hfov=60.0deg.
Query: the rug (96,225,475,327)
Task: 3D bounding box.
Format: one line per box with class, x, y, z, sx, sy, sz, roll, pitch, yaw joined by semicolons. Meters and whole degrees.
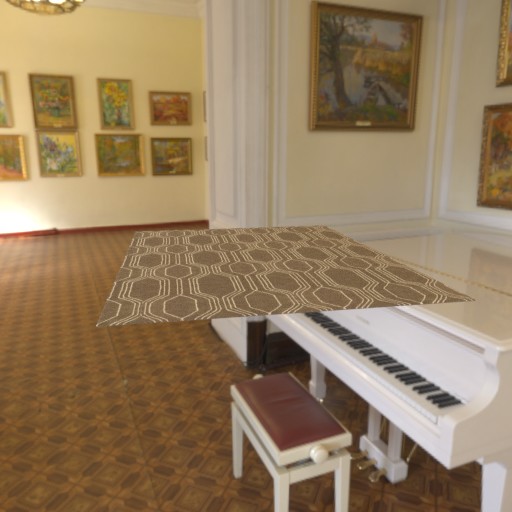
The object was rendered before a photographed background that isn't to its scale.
rug;0.000;0.000;4.243;2.457;0.012;3.062;-3;14;-10
